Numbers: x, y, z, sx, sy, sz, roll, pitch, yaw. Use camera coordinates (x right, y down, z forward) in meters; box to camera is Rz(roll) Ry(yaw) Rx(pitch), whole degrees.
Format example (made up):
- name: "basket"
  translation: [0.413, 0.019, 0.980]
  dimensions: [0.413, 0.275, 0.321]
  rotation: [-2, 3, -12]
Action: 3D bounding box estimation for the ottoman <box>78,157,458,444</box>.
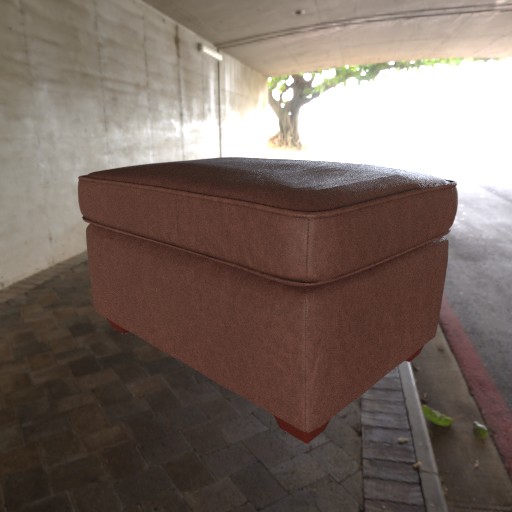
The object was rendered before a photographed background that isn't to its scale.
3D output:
- name: "ottoman"
  translation: [0.000, 0.000, 1.060]
  dimensions: [0.749, 0.449, 0.548]
  rotation: [15, 22, 42]
